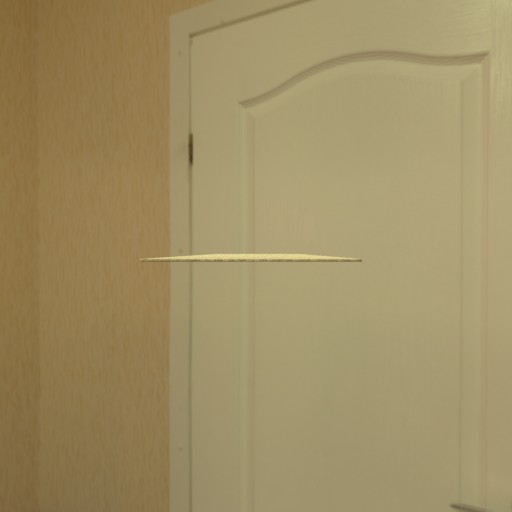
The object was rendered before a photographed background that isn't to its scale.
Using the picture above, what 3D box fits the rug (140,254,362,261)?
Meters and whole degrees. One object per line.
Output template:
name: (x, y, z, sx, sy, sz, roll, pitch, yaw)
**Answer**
rug: (0.000, 0.000, 2.466, 0.676, 0.008, 2.277, 0, 1, 1)
